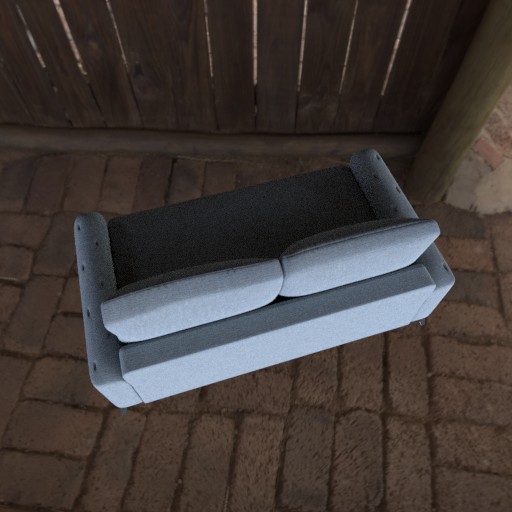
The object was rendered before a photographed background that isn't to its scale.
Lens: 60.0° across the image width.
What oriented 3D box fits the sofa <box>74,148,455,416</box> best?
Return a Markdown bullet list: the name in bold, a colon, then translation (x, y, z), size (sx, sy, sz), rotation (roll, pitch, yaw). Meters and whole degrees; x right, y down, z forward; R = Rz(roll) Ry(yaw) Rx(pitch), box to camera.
- **sofa**: translation (0.000, 0.000, 2.166), size (1.650, 0.790, 0.920), rotation (-14, 59, -9)
